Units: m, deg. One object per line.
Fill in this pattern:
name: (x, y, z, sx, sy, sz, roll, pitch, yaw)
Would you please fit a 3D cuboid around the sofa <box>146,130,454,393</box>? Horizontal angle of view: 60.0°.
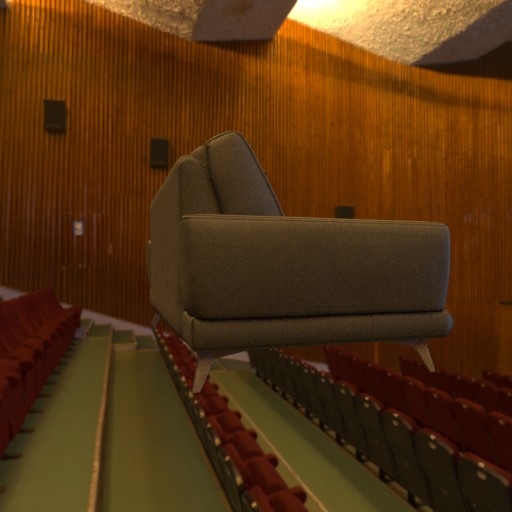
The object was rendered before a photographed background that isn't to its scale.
sofa: (0.000, 0.000, 2.339, 1.018, 0.907, 1.806, 0, -1, -18)
